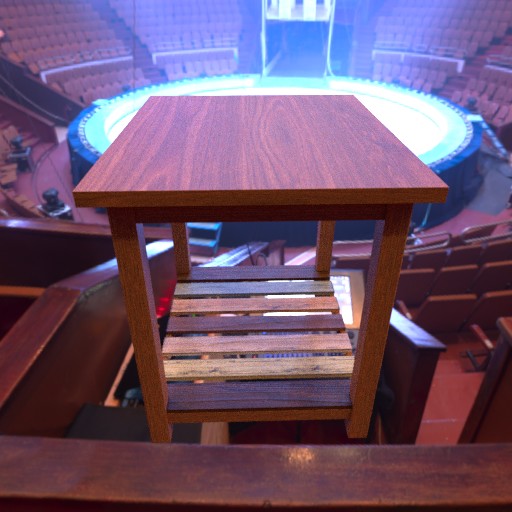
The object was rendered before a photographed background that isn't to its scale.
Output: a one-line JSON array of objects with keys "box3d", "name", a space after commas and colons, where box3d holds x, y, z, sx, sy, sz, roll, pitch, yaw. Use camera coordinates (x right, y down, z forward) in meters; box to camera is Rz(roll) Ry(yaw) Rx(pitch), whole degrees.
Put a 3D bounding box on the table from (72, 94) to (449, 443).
[{"box3d": [0.000, 0.000, 1.103, 0.559, 0.635, 0.660, -1, 31, -1], "name": "table"}]
